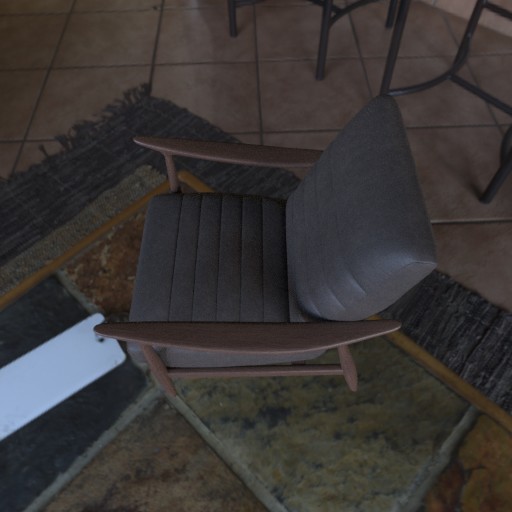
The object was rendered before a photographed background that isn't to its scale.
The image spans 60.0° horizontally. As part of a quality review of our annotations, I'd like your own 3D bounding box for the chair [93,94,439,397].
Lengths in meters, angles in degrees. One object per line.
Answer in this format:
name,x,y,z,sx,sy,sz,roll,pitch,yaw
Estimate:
chair,0.000,0.000,1.418,0.798,0.831,0.741,0,58,0
